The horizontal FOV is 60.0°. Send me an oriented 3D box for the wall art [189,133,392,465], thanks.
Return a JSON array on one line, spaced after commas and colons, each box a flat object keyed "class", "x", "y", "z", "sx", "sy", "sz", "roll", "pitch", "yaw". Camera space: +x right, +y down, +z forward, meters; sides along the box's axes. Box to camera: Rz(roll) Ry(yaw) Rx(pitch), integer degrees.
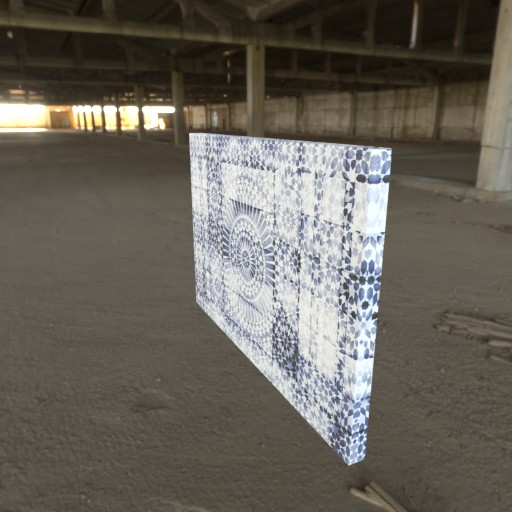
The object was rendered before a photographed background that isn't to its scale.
[{"class": "wall art", "x": 0.000, "y": 0.000, "z": 0.788, "sx": 0.030, "sy": 0.406, "sz": 0.608, "roll": -8, "pitch": 19, "yaw": -25}]
